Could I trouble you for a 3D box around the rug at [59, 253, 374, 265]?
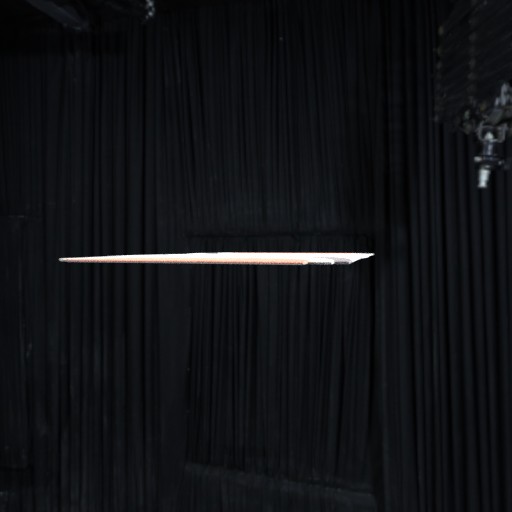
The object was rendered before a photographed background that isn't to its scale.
[{"bbox_3d":[0.000,0.000,3.164,1.530,0.017,2.446,0,1,18],"label":"rug"}]
